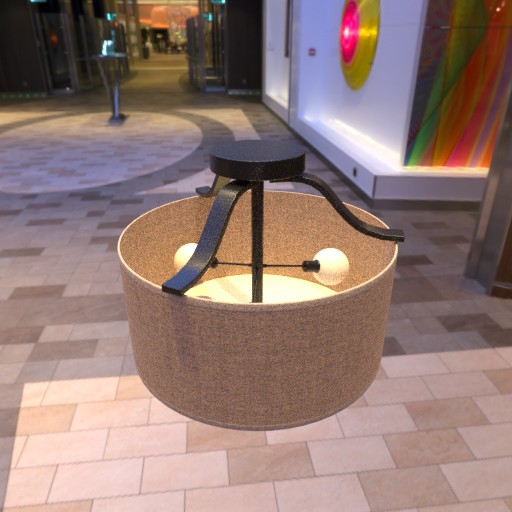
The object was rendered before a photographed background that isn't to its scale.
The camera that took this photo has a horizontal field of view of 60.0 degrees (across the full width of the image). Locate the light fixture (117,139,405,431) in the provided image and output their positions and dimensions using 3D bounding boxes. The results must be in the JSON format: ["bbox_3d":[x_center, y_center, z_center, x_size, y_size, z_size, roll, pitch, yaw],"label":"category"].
[{"bbox_3d":[0.000,0.000,0.640,0.390,0.306,0.390,0,26,0],"label":"light fixture"}]
